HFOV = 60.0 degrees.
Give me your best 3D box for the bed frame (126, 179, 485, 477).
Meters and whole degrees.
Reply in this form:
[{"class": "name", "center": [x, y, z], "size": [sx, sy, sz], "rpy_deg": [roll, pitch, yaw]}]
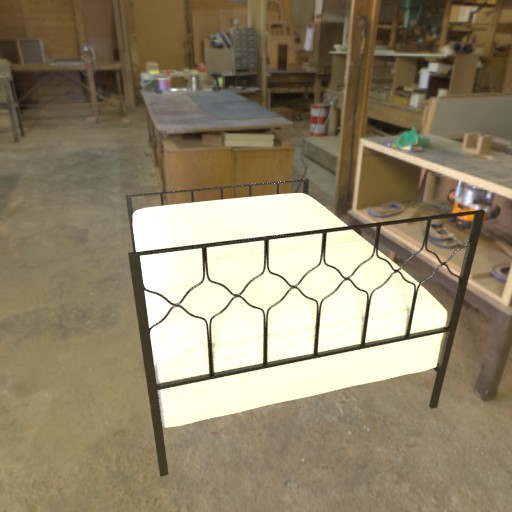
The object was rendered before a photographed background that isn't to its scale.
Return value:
[{"class": "bed frame", "center": [0.000, 0.000, 2.999], "size": [1.597, 1.222, 2.063], "rpy_deg": [-8, 28, -15]}]
